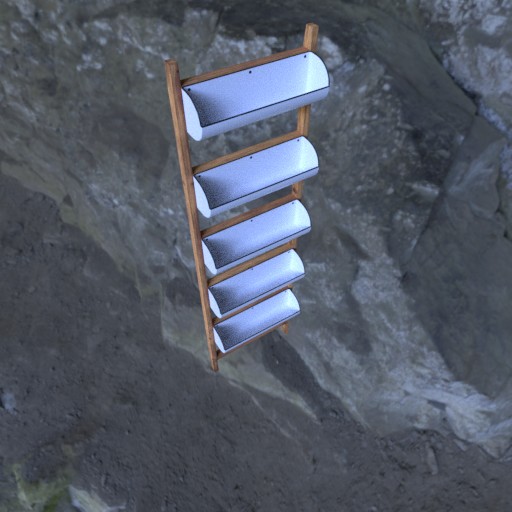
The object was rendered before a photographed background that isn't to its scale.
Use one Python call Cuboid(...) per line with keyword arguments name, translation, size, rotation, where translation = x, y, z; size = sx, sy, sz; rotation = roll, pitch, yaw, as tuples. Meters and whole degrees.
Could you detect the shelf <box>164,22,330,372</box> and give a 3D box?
Cuboid(name="shelf", translation=(0.000, 0.000, 1.736), size=(0.454, 1.600, 0.141), rotation=(-24, 53, -20))
